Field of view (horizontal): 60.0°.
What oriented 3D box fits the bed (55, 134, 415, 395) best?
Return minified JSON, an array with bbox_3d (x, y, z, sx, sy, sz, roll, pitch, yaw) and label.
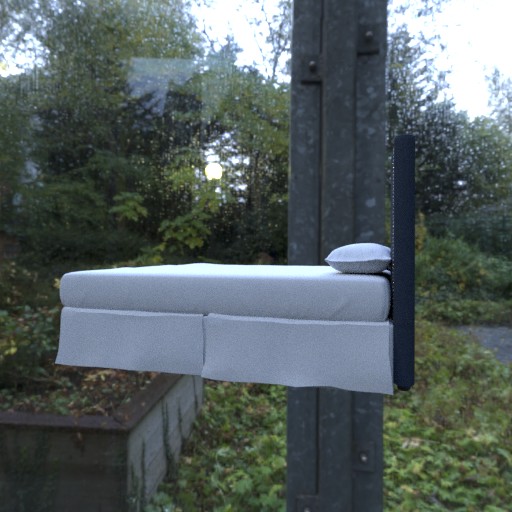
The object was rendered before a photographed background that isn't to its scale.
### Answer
[{"bbox_3d":[0.000,0.000,3.431,2.282,1.436,1.821,0,1,19],"label":"bed"}]
